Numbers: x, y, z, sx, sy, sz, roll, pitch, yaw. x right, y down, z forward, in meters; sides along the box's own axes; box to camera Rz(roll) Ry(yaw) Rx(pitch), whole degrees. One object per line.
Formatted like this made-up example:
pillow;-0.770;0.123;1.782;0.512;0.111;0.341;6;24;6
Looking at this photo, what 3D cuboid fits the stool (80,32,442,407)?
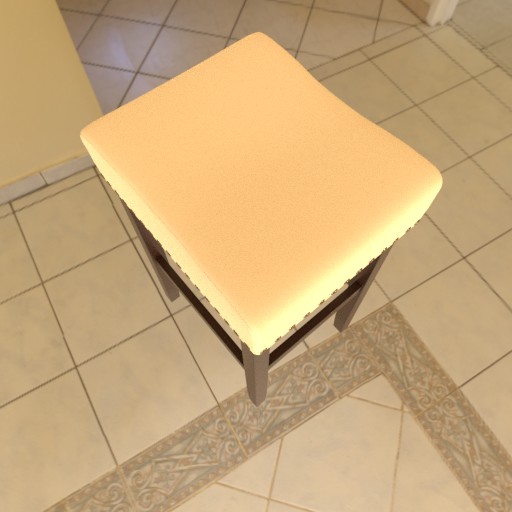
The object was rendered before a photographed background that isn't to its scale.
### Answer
stool;0.000;0.000;1.045;0.401;0.762;0.471;-37;69;-17
